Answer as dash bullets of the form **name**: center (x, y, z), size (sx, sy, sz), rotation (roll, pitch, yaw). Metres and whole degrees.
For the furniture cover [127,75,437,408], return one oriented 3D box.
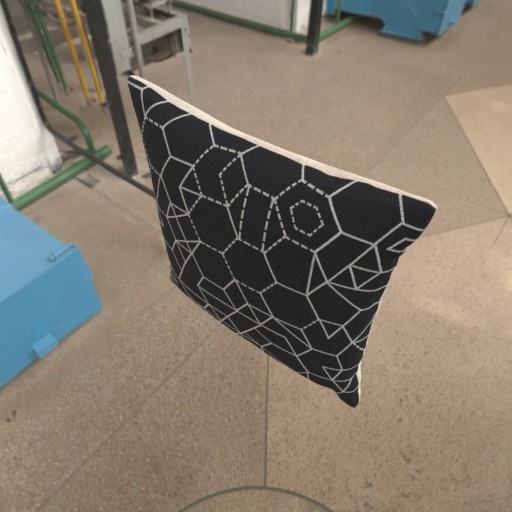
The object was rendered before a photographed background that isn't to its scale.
- **furniture cover**: center (0.000, 0.000, 0.786), size (0.517, 0.508, 0.158), rotation (30, 54, 25)
